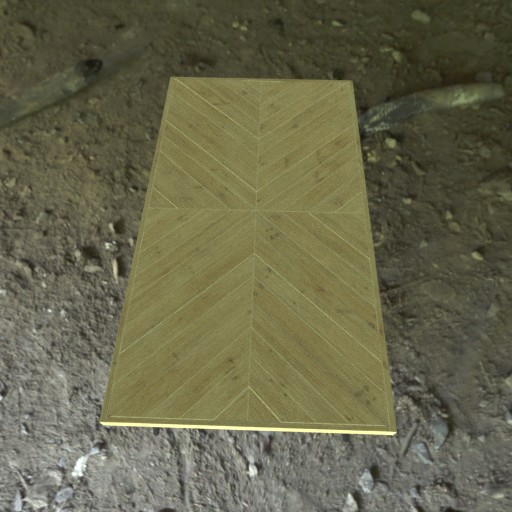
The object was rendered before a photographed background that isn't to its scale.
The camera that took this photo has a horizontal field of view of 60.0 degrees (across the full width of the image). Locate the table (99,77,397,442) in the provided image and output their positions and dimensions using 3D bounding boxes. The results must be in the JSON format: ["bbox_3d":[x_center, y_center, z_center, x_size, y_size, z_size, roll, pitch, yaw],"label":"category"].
[{"bbox_3d":[0.000,0.000,2.270,0.991,0.762,1.803,2,58,1],"label":"table"}]
